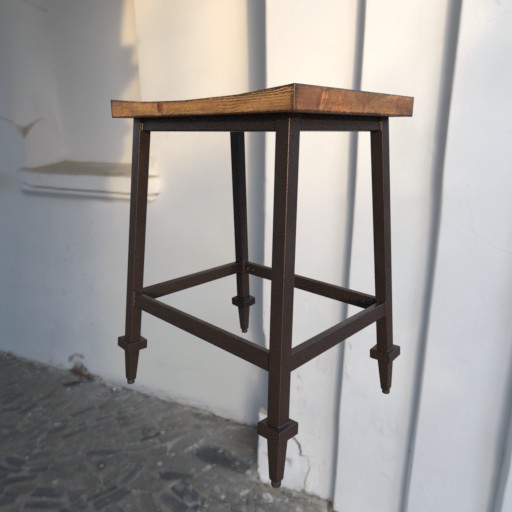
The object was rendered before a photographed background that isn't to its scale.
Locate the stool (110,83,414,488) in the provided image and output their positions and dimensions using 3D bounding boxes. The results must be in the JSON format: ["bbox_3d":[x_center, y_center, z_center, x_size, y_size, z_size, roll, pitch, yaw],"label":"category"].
[{"bbox_3d":[0.000,0.000,0.930,0.486,0.625,0.405,15,21,42],"label":"stool"}]
